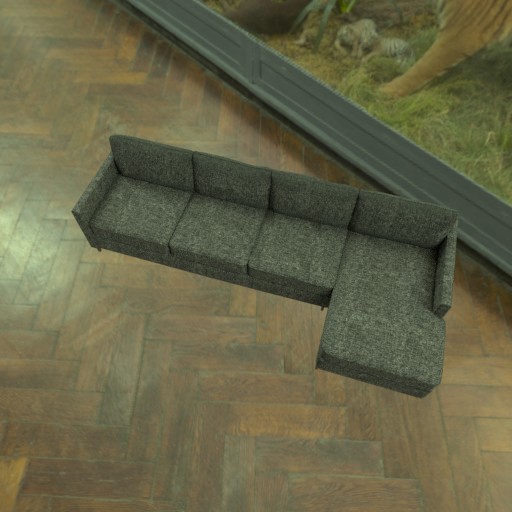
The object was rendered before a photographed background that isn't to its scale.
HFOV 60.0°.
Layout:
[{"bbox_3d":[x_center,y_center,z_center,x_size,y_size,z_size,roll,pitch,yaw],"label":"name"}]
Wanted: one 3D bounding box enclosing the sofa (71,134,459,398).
[{"bbox_3d":[0.000,0.000,4.020,3.384,0.970,1.488,14,59,9],"label":"sofa"}]
